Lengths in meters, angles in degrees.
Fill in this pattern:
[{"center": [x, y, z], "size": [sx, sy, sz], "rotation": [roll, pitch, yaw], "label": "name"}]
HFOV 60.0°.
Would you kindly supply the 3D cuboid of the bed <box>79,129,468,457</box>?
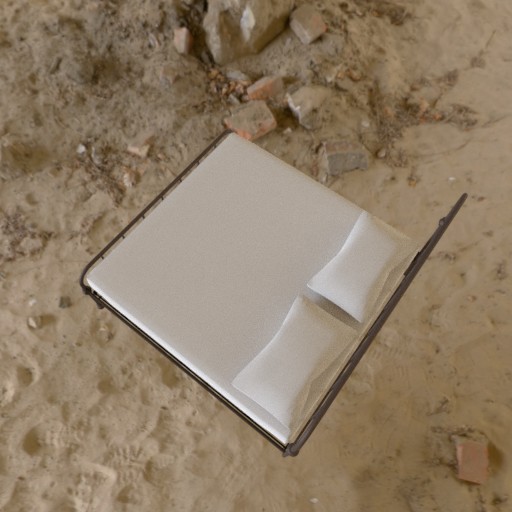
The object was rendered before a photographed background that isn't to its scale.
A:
[{"center": [0.000, 0.000, 3.481], "size": [2.134, 1.446, 2.044], "rotation": [34, 69, 15], "label": "bed"}]
